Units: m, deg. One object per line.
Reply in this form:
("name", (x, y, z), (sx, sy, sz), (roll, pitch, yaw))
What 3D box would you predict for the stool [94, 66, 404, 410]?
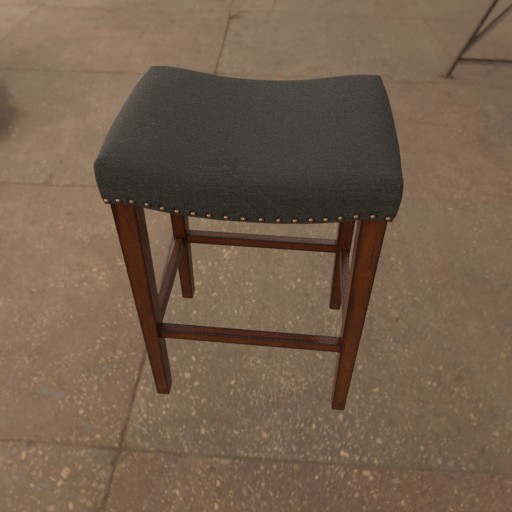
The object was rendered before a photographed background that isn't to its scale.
("stool", (0.000, 0.000, 1.036), (0.502, 0.760, 0.366), (4, 47, 4))
